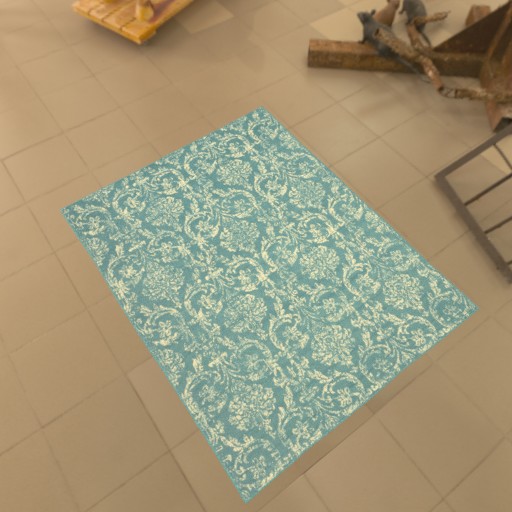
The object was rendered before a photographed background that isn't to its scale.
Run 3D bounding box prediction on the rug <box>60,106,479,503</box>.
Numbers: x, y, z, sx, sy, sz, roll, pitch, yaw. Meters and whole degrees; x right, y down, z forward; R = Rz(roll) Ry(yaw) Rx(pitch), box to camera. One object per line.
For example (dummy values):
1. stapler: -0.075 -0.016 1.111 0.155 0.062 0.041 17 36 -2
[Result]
1. rug: 0.000 0.000 3.890 2.363 0.012 2.980 -32 65 -17
